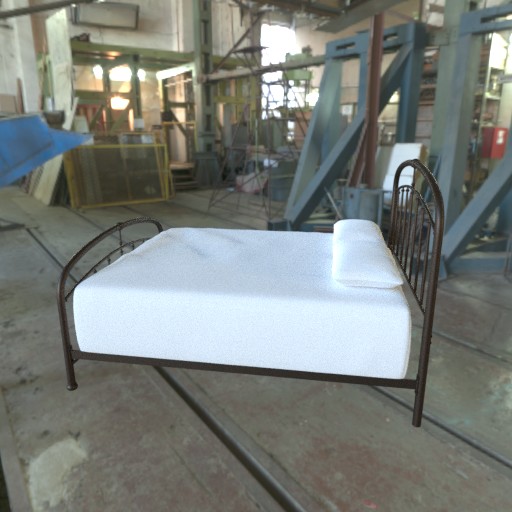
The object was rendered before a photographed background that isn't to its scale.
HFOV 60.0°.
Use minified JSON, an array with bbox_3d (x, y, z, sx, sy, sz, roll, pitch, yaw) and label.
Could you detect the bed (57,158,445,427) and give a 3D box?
[{"bbox_3d":[0.000,0.000,3.263,2.180,1.425,1.711,3,16,9],"label":"bed"}]
